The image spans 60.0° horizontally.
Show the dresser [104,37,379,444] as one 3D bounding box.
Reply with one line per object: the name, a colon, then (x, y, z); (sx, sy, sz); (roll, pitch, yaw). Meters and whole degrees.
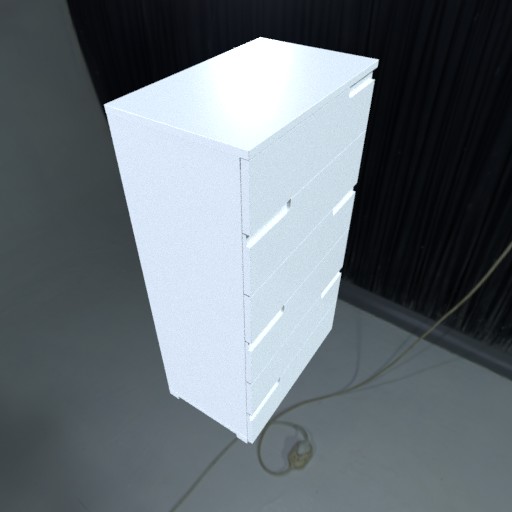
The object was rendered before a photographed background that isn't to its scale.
dresser: (0.000, 0.000, 1.519); (0.400, 1.190, 0.650); (24, 46, 25)
